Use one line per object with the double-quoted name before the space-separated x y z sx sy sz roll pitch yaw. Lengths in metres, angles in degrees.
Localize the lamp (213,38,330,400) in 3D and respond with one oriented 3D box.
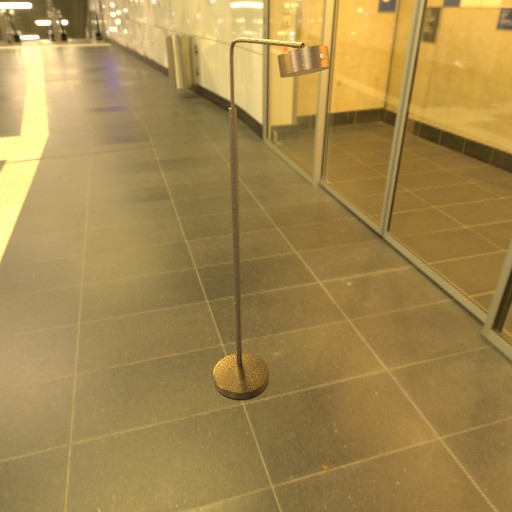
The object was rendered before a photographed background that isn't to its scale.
"lamp" 0.000 0.000 1.399 0.219 1.230 0.418 -20 35 -31
